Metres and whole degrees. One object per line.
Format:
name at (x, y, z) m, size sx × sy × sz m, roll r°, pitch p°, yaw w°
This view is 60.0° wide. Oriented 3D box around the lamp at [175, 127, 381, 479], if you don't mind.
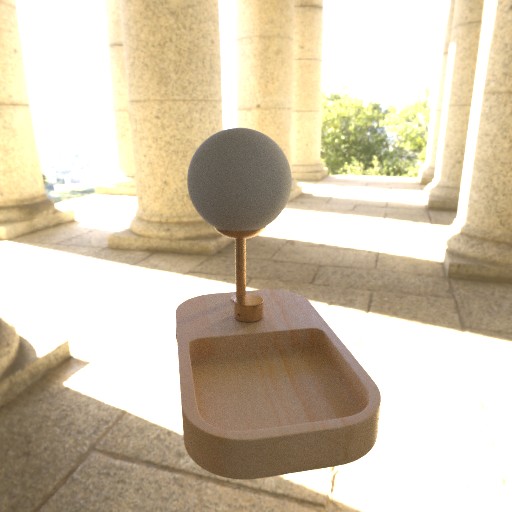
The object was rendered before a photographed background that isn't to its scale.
lamp at (0.000, 0.000, 0.459) m, size 0.173 × 0.253 × 0.331 m, roll -3°, pitch 17°, yaw -11°
